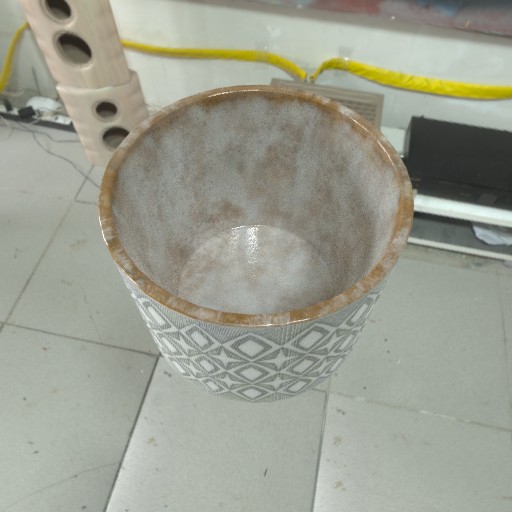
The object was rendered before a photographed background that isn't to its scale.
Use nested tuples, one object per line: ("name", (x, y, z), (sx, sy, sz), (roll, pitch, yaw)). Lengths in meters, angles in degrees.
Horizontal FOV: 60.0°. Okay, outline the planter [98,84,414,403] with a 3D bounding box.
("planter", (0.000, 0.000, 0.456), (0.255, 0.223, 0.255), (0, 57, 0))
